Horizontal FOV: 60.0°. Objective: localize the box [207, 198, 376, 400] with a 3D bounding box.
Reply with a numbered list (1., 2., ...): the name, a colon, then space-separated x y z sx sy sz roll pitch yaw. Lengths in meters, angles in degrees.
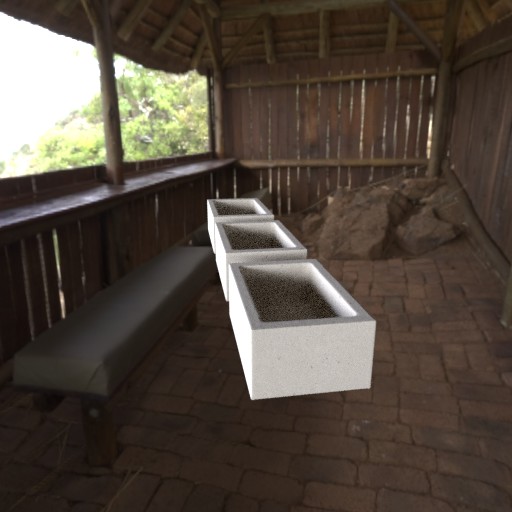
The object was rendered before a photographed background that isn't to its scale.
1. box: 0.000 0.000 0.502 0.082 0.051 0.461 -3 18 -9
